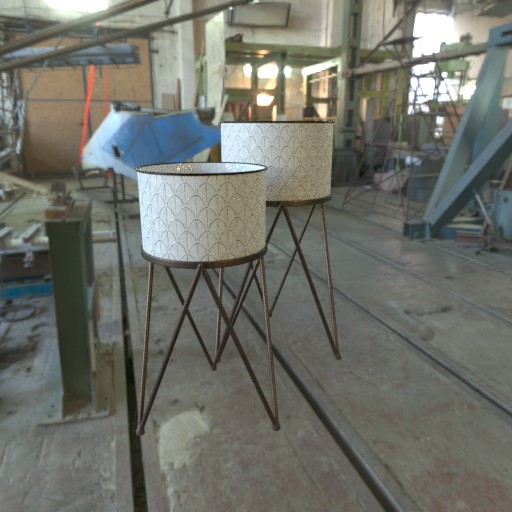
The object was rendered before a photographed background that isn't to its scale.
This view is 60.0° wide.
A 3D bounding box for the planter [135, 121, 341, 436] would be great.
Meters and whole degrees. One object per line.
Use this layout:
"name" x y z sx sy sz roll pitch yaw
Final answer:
"planter" 0.000 0.000 1.221 0.413 0.712 0.769 8 18 26
